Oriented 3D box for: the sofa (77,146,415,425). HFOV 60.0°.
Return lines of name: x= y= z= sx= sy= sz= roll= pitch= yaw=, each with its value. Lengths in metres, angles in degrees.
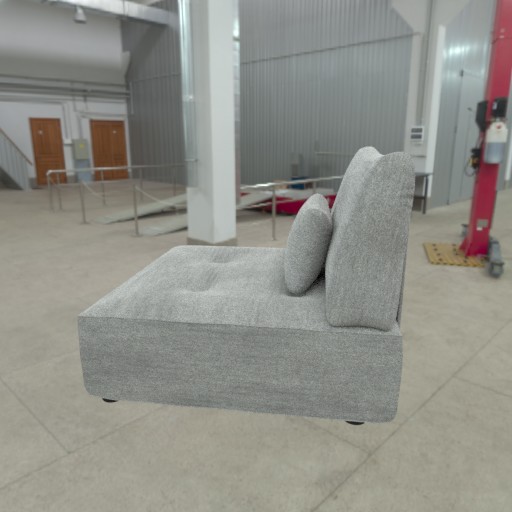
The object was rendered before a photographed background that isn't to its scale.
sofa: x=0.000 y=0.000 z=1.733 sx=1.000 sy=0.820 sz=0.930 roll=2 pitch=15 yaw=8
